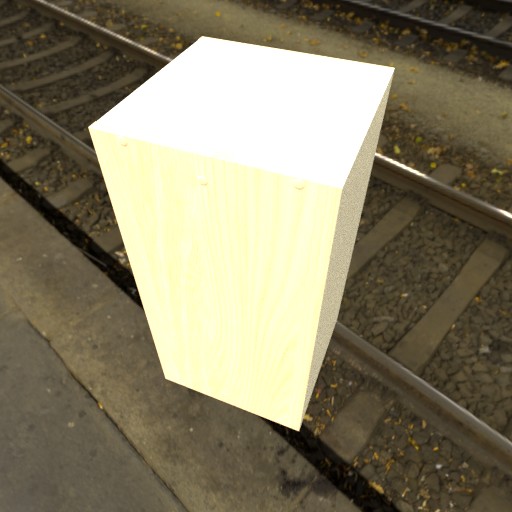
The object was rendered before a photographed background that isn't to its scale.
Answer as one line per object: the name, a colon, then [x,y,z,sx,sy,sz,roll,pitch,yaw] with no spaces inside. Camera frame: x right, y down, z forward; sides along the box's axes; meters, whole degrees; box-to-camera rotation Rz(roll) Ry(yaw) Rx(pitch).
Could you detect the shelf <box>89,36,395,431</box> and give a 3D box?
shelf: [0.000,0.000,0.775,0.297,0.594,0.290,16,49,15]
